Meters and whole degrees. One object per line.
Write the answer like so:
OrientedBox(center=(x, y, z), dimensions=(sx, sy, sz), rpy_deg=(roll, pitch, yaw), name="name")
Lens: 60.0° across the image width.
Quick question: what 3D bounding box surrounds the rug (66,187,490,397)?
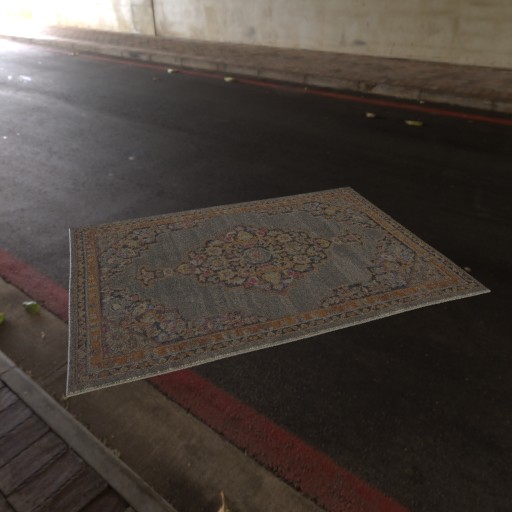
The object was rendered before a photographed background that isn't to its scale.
OrientedBox(center=(0.000, 0.000, 3.622), dimensions=(2.901, 0.026, 2.043), rpy_deg=(-11, 33, -16), name="rug")
